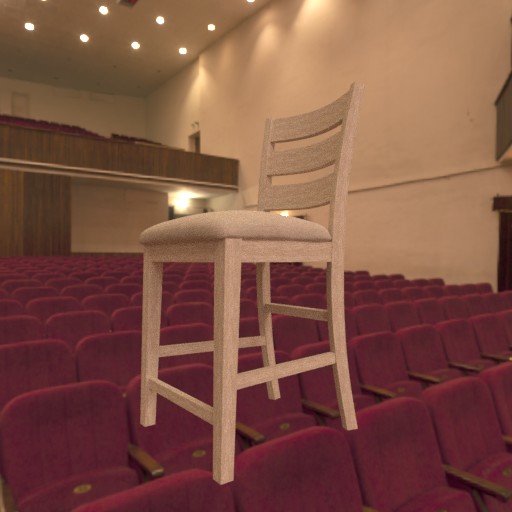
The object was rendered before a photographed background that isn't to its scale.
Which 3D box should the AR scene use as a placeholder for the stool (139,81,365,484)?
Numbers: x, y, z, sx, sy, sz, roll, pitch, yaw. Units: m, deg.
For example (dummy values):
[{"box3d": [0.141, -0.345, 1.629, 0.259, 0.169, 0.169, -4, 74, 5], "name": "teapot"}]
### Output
[{"box3d": [0.000, 0.000, 1.342, 0.569, 1.032, 0.484, 0, -1, -37], "name": "stool"}]
